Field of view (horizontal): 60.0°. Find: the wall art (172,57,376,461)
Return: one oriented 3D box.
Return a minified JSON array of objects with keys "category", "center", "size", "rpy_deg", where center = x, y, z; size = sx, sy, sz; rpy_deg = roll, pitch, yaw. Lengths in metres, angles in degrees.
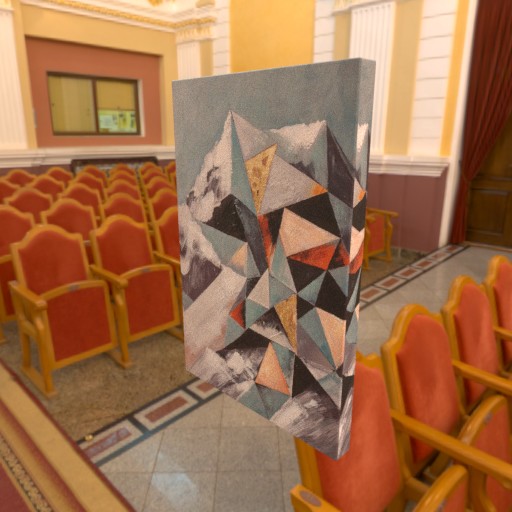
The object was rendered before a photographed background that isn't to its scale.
[{"category":"wall art","center":[0.000,0.000,1.181],"size":[0.609,0.911,0.061],"rpy_deg":[15,22,43]}]
